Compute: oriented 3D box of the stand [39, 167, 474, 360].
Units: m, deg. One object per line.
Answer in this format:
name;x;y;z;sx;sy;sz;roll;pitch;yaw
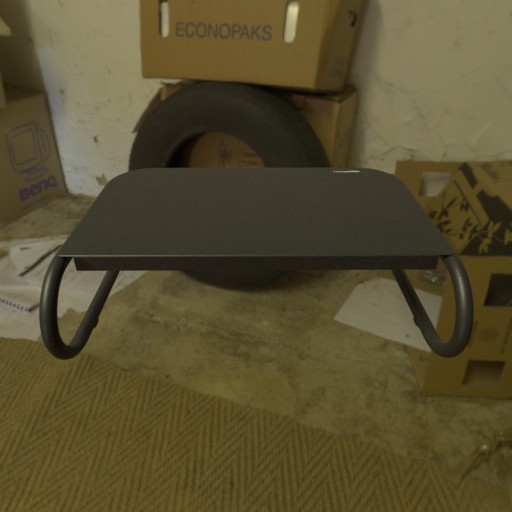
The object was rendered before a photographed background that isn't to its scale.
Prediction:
stand;0.000;0.000;0.497;0.370;0.108;0.280;0;32;0
